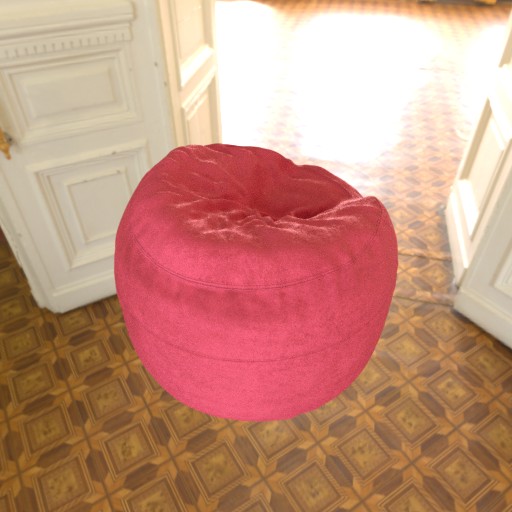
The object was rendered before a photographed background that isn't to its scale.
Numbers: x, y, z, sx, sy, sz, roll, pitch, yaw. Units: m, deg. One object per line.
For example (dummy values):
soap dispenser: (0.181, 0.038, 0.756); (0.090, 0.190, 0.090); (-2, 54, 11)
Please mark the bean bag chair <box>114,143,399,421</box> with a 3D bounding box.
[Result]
bean bag chair: (0.000, 0.000, 1.973); (1.218, 0.788, 1.218); (0, 42, 0)
